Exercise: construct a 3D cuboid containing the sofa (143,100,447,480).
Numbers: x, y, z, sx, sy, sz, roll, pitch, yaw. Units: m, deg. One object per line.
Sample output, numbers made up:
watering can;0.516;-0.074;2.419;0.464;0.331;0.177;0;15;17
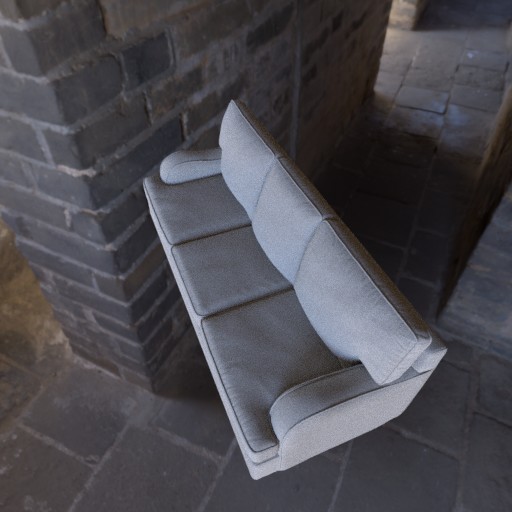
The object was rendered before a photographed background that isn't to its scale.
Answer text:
sofa;0.000;0.000;2.864;1.016;0.997;2.323;-17;48;-15
